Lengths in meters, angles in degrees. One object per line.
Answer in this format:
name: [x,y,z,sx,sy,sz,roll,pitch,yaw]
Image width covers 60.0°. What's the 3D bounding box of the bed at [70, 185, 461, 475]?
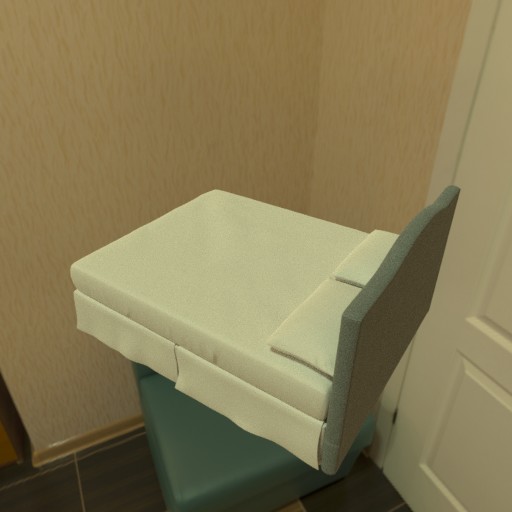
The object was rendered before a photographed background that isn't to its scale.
bed: [0.000,0.000,3.897,2.689,1.457,2.161,20,37,29]
